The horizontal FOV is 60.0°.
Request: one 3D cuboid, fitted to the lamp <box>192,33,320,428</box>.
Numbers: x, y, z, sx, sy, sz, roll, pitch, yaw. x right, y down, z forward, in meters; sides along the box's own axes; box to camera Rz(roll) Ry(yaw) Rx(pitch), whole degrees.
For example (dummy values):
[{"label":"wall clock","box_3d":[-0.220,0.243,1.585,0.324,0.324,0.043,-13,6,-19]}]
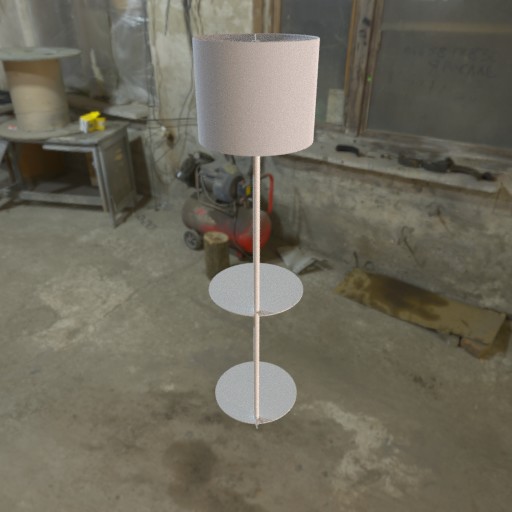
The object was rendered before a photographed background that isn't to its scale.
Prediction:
[{"label":"lamp","box_3d":[0.000,0.000,1.654,0.372,1.465,0.405,0,30,0]}]
